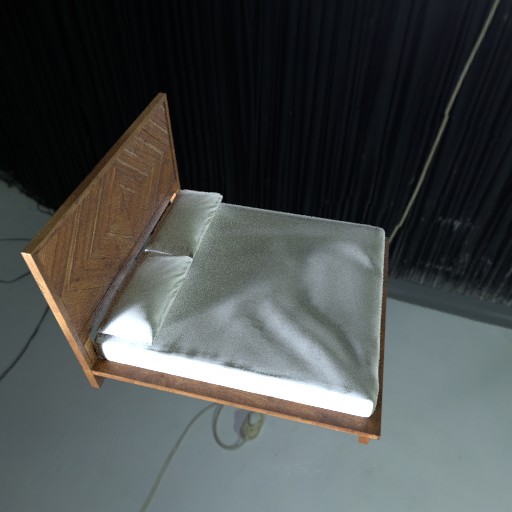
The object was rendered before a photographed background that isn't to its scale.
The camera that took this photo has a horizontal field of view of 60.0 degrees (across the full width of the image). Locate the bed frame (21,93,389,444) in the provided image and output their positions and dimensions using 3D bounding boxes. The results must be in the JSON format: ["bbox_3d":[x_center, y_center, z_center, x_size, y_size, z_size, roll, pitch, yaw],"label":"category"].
[{"bbox_3d":[0.000,0.000,3.552,2.235,1.537,2.038,10,46,9],"label":"bed frame"}]
